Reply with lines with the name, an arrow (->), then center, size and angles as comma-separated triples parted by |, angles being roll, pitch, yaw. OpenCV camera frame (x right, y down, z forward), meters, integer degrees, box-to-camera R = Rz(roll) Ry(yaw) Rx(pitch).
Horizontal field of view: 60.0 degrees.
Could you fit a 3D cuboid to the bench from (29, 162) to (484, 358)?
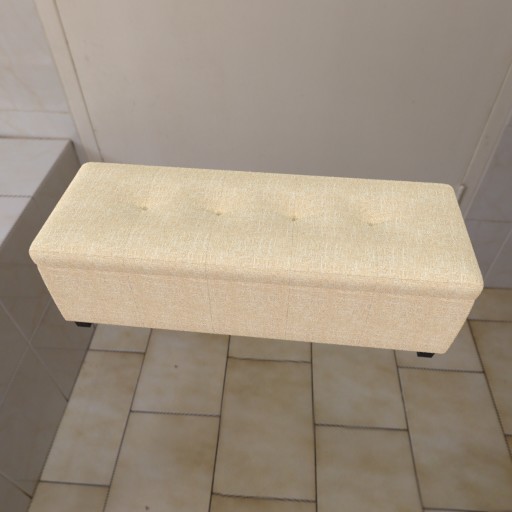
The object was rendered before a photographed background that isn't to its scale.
bench -> 0.000, 0.000, 1.432 | 1.219, 0.406, 0.432 | 4, 46, 4
